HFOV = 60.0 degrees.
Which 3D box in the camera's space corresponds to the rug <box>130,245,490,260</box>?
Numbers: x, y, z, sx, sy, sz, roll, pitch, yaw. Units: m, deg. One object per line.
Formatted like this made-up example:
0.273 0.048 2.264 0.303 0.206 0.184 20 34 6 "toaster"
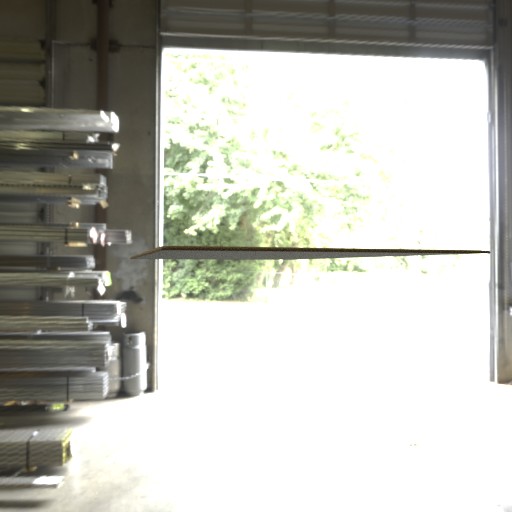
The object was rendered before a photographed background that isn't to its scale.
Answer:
0.000 0.000 2.064 1.062 0.013 1.667 0 -1 -18 "rug"
